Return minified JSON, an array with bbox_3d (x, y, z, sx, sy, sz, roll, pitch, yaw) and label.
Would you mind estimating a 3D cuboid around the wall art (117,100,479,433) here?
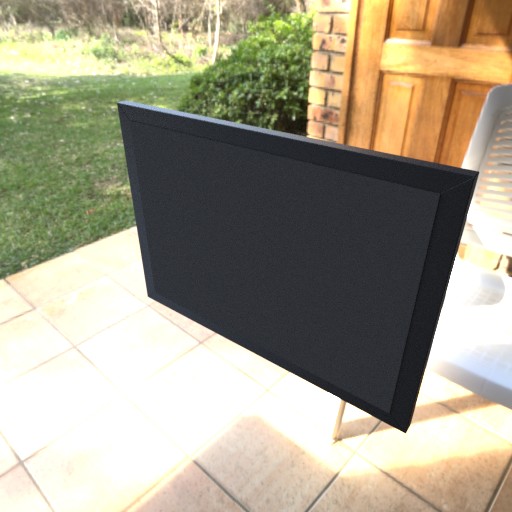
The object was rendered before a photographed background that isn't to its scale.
[{"bbox_3d":[0.000,0.000,0.536,0.432,0.306,0.016,21,37,31],"label":"wall art"}]
